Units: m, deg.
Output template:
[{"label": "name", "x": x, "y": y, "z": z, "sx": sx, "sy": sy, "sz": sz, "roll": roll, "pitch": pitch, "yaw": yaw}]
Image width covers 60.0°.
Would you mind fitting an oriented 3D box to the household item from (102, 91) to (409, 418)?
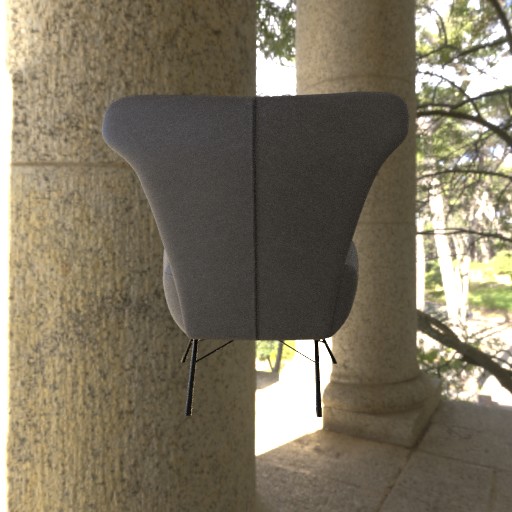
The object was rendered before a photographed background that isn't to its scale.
[{"label": "household item", "x": 0.000, "y": 0.000, "z": 1.727, "sx": 0.980, "sy": 1.050, "sz": 0.900, "roll": 0, "pitch": 0, "yaw": 2}]
